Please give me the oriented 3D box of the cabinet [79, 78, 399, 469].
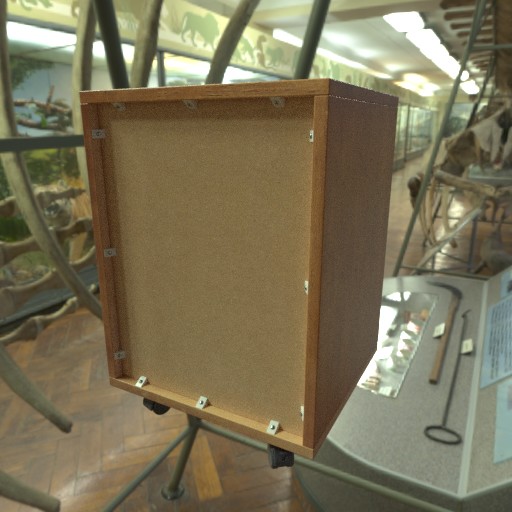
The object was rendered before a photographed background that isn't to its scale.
[{"bbox_3d":[0.000,0.000,0.845,0.409,0.579,0.401,9,18,27],"label":"cabinet"}]
